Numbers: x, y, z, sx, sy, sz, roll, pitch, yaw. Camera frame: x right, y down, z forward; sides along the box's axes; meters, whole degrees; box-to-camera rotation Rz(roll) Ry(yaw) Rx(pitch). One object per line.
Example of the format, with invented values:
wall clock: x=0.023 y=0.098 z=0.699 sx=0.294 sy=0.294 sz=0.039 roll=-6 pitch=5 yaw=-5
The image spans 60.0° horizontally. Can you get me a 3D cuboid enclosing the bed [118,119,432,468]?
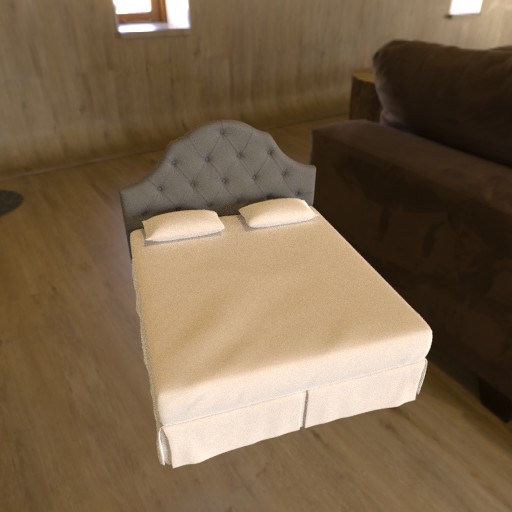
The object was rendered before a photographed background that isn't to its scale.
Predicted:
bed: x=0.000 y=0.000 z=3.567 sx=2.008 sy=1.615 sz=2.214 roll=-10 pitch=33 yaw=-15
